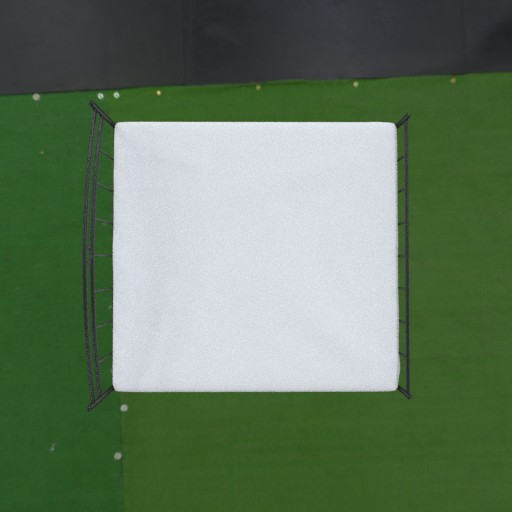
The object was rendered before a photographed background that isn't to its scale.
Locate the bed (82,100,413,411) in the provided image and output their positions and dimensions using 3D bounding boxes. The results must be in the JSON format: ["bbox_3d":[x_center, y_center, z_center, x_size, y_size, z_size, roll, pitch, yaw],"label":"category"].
[{"bbox_3d":[0.000,0.000,3.054,2.040,0.940,1.880,0,89,0],"label":"bed"}]
